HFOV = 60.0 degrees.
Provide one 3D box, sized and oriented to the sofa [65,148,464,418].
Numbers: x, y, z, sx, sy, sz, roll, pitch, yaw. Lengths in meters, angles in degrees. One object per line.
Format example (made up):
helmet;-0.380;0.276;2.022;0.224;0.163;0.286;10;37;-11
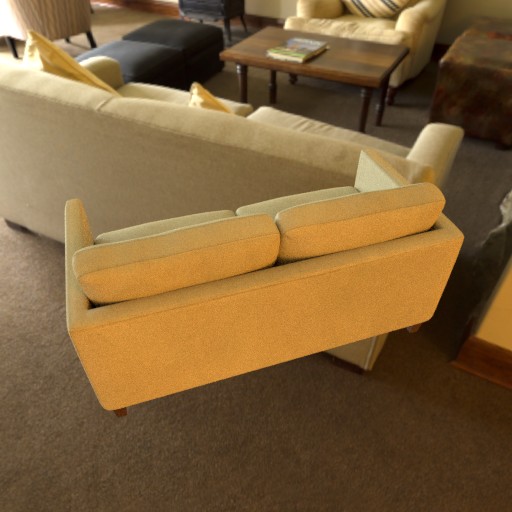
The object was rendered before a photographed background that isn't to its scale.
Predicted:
sofa;0.000;0.000;2.401;1.846;0.940;0.950;-12;43;-14
